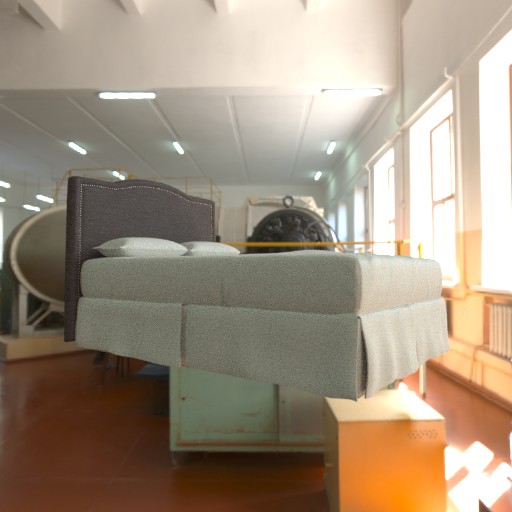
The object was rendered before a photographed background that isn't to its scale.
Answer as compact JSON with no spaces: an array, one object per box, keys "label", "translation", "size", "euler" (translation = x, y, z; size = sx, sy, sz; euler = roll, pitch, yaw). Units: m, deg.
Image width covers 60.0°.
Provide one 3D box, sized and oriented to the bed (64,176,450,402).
[{"label":"bed","translation":[0.000,0.000,3.456],"size":[2.507,1.441,1.741],"euler":[-1,-2,36]}]
